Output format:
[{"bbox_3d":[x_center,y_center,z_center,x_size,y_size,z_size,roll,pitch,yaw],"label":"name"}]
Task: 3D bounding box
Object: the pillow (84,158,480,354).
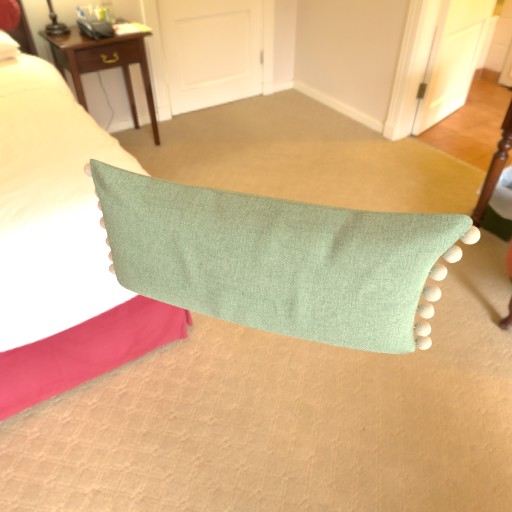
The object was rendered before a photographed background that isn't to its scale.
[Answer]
[{"bbox_3d":[0.000,0.000,0.827,0.709,0.322,0.201,12,42,14],"label":"pillow"}]
